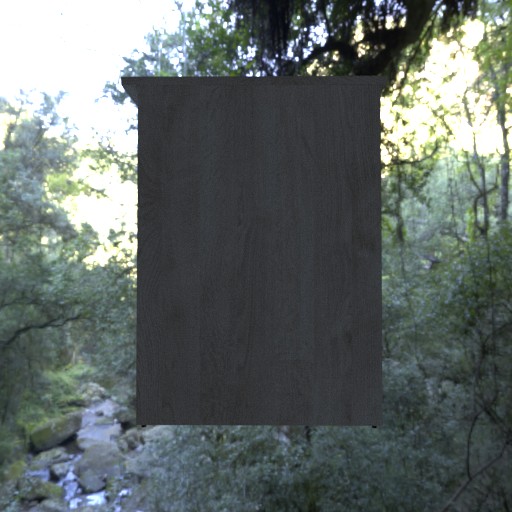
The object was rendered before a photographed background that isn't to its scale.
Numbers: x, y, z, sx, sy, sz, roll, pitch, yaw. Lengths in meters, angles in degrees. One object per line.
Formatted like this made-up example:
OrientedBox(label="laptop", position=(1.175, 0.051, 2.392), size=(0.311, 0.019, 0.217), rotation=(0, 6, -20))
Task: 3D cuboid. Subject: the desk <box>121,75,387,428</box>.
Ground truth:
OrientedBox(label="desk", position=(0.000, 0.000, 1.472), size=(0.560, 0.735, 1.097), rotation=(0, -1, 1))
